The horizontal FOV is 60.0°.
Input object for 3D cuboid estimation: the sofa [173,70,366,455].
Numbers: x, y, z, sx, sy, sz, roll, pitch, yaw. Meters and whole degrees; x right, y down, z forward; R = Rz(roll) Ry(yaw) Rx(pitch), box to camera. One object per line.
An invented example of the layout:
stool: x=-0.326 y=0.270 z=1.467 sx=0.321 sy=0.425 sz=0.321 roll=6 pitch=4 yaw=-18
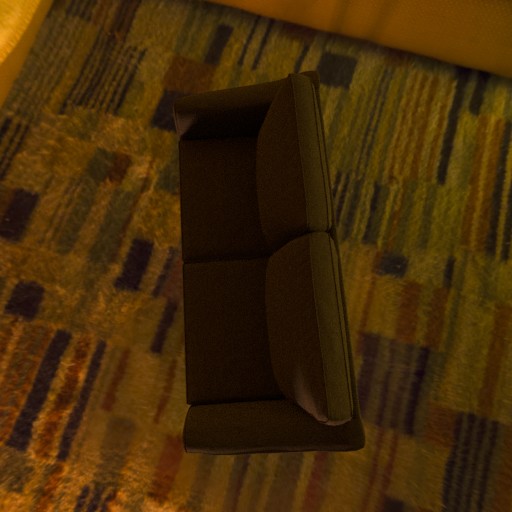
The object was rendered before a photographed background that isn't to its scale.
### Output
sofa: x=0.000 y=0.000 z=2.785 sx=0.971 sy=0.950 sz=2.270 roll=-4 pitch=75 yaw=-1
